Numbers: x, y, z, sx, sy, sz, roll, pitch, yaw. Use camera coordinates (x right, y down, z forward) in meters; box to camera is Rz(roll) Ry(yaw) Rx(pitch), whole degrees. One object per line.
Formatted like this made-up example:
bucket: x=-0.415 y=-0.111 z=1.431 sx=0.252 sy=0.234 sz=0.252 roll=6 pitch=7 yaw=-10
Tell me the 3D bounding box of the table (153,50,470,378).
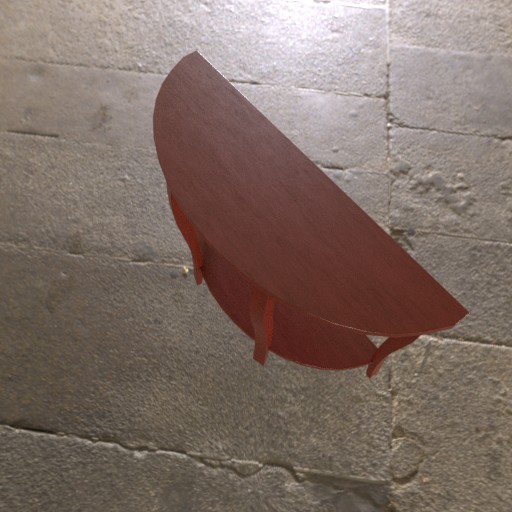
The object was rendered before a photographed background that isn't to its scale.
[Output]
table: x=0.000 y=0.000 z=1.609 sx=0.405 sy=0.779 sz=1.219 roll=-34 pitch=67 yaw=-16
